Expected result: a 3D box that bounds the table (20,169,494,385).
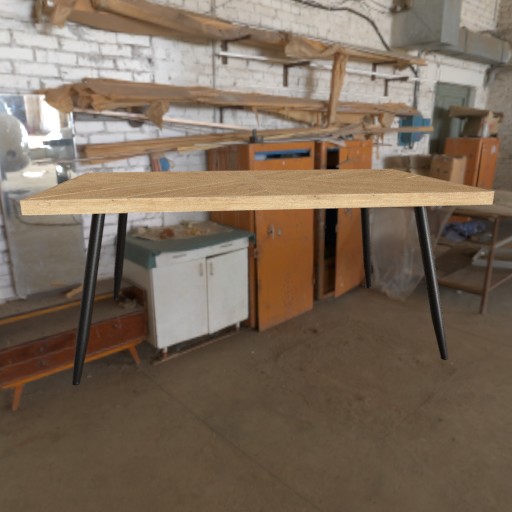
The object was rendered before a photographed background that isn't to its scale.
[{"bbox_3d":[0.000,0.000,2.249,1.803,0.762,0.991,-2,16,-7],"label":"table"}]
